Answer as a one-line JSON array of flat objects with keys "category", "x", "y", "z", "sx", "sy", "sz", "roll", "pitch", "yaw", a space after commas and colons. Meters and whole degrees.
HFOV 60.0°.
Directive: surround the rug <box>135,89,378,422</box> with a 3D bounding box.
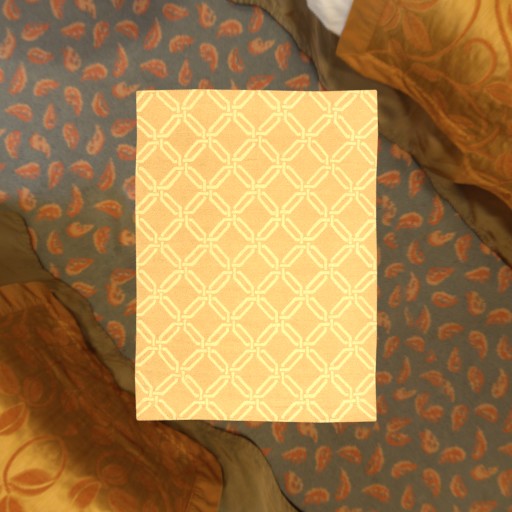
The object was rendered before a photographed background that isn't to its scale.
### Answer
[{"category": "rug", "x": 0.000, "y": 0.000, "z": 4.475, "sx": 2.452, "sy": 0.020, "sz": 3.365, "roll": 0, "pitch": 90, "yaw": 1}]
